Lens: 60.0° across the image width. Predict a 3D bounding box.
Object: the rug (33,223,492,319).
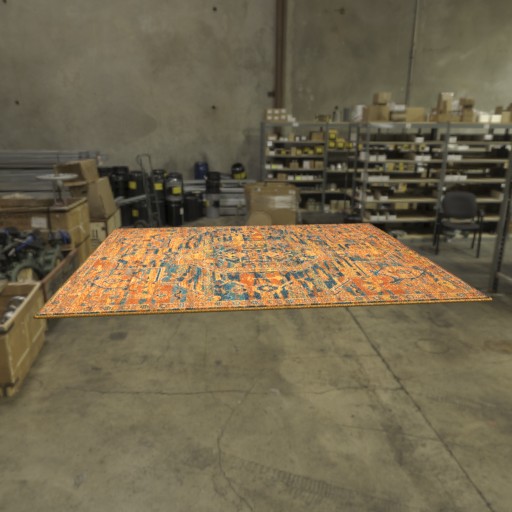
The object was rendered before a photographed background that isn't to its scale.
[{"bbox_3d":[0.000,0.000,4.067,3.040,0.031,2.435,-2,17,-5],"label":"rug"}]
